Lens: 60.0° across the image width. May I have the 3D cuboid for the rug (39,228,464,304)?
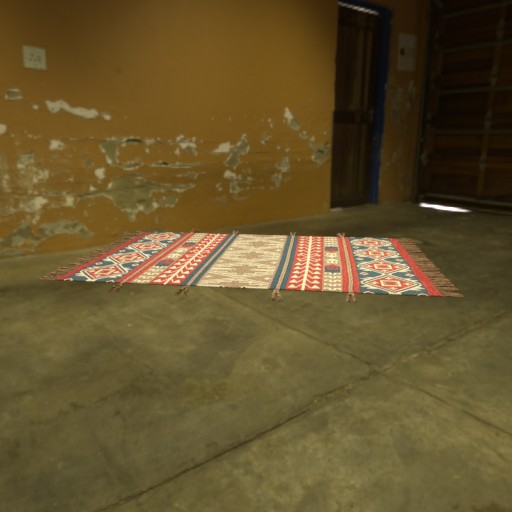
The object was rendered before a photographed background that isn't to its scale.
[{"bbox_3d":[0.000,0.000,3.206,2.450,0.048,1.778,2,14,8],"label":"rug"}]
